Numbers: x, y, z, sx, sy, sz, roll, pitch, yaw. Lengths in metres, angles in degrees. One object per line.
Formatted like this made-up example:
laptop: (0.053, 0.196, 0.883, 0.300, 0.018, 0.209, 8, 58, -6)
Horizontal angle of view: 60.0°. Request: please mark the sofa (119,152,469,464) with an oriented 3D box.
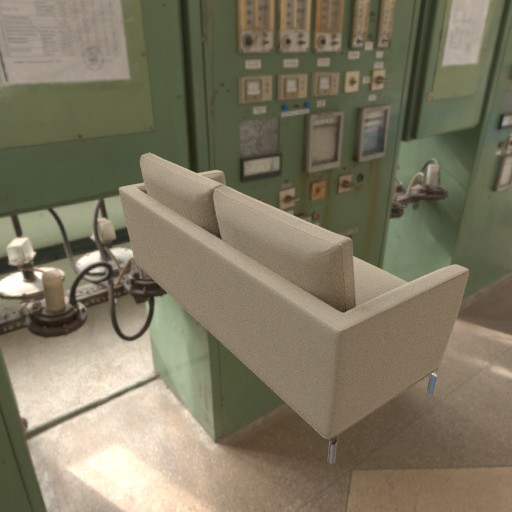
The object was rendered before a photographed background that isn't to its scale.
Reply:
sofa: (0.000, 0.000, 2.713, 0.868, 1.005, 2.214, -17, 31, -32)
